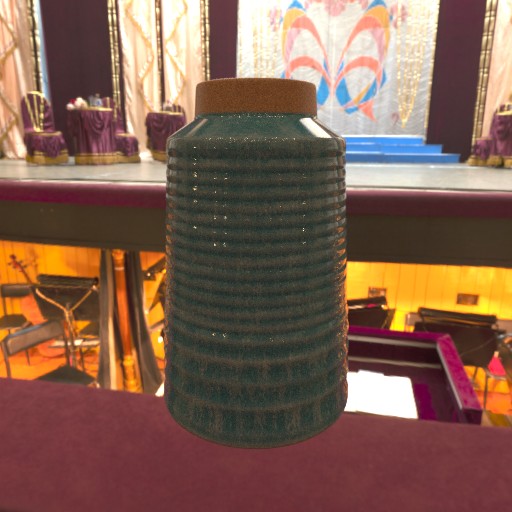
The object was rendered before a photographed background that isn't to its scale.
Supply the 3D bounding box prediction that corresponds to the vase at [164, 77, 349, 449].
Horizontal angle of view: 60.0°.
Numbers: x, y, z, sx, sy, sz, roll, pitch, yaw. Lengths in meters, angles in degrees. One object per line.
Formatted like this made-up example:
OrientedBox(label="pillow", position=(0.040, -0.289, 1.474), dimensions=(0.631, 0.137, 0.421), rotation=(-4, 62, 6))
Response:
OrientedBox(label="vase", position=(0.000, 0.000, 0.369), dimensions=(0.163, 0.267, 0.163), rotation=(0, 15, 0))
